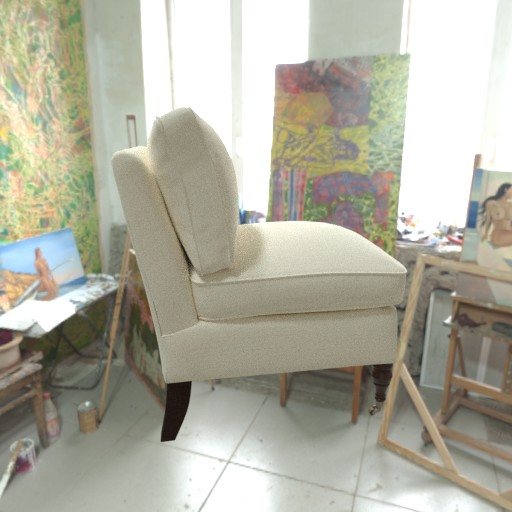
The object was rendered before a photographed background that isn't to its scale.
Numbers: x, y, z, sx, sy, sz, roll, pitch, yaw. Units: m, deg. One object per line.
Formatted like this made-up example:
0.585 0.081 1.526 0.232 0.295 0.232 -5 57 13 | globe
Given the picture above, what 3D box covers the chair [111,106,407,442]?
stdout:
0.000 0.000 1.436 0.781 0.887 0.630 -2 15 -9 | chair
